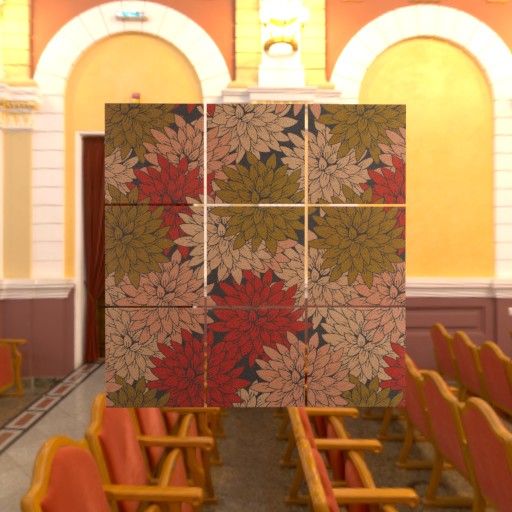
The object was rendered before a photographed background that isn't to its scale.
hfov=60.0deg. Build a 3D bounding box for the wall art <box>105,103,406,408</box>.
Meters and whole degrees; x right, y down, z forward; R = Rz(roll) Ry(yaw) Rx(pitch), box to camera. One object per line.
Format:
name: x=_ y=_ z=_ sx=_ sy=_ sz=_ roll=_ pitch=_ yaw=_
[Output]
wall art: x=0.000 y=0.000 z=1.785 sx=1.206 sy=1.218 sz=0.013 roll=0 pitch=1 yaw=-1
